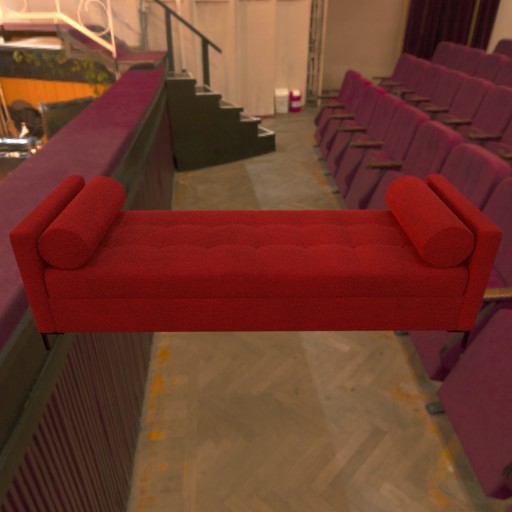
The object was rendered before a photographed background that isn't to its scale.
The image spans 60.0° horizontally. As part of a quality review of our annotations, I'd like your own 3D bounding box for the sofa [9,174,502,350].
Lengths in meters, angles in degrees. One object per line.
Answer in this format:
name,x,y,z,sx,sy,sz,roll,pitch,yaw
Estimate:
sofa,0.000,0.000,2.203,1.981,0.635,0.686,0,30,0
